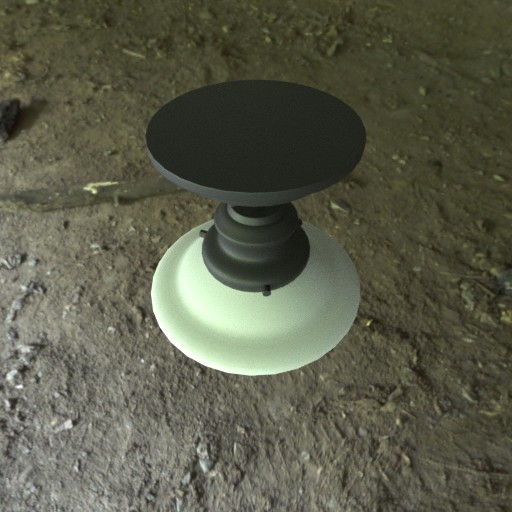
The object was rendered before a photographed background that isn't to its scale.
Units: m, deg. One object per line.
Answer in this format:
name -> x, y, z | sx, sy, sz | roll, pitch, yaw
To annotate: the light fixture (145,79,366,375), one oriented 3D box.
light fixture -> 0.000, 0.000, 0.396 | 0.197, 0.254, 0.197 | 0, 45, 0
